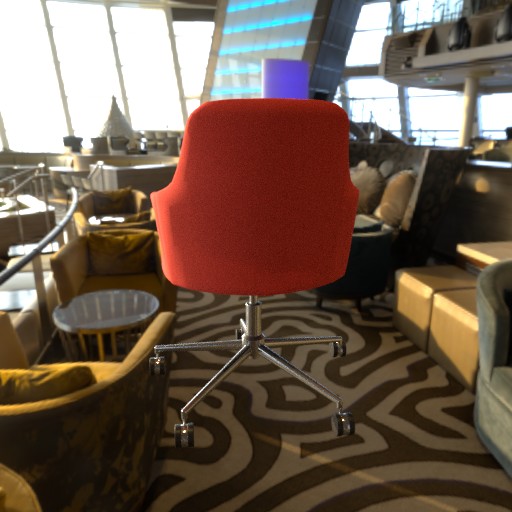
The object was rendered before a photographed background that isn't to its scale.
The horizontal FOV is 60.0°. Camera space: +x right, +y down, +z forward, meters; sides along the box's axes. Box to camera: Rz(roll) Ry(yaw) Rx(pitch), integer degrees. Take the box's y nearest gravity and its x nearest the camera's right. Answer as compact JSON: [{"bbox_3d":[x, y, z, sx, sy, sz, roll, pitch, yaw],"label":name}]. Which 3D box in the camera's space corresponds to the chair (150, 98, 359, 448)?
[{"bbox_3d":[0.000,0.000,1.270,0.655,0.820,0.600,-2,16,-8],"label":"chair"}]
